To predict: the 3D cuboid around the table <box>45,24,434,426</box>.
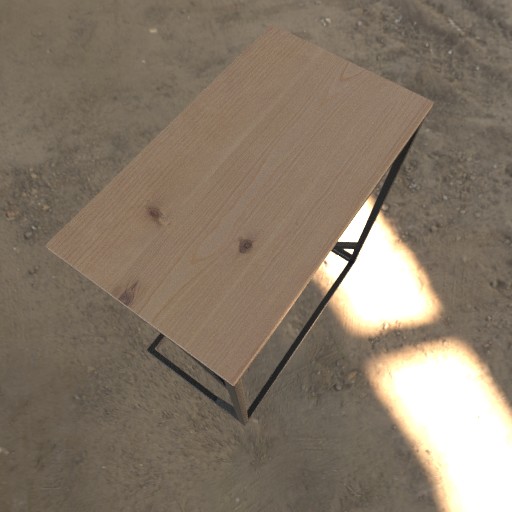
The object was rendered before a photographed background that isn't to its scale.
[{"bbox_3d":[0.000,0.000,1.027,0.351,0.673,0.597,33,69,14],"label":"table"}]
